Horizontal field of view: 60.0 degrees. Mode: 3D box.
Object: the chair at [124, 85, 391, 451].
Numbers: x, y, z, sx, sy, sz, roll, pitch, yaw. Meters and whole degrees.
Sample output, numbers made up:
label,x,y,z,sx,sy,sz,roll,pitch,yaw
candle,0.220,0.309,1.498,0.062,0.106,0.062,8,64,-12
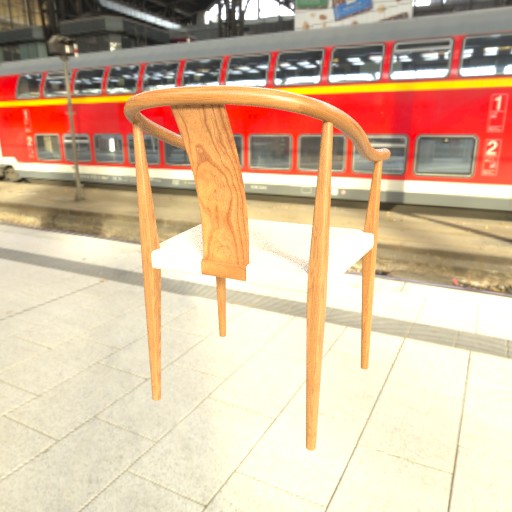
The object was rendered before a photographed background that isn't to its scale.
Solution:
label,x,y,z,sx,sy,sz,roll,pitch,yaw
chair,0.000,0.000,1.173,0.556,0.800,0.579,8,18,25
